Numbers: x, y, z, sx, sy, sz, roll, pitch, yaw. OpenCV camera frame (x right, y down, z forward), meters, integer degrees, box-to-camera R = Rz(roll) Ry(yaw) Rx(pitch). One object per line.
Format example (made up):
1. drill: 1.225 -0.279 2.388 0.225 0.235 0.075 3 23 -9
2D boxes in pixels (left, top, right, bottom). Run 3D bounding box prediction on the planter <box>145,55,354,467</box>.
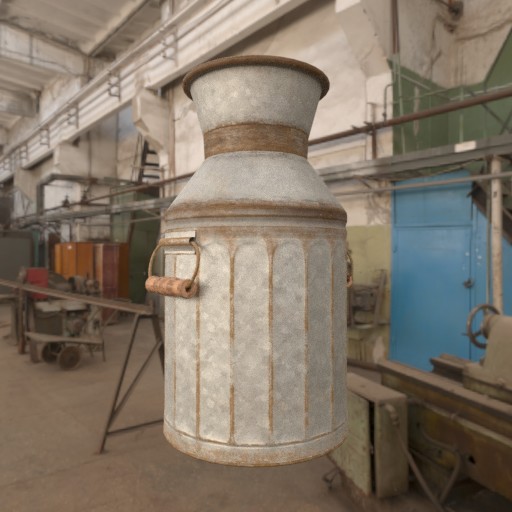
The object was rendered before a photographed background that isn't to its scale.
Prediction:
1. planter: 0.000 0.000 0.519 0.245 0.396 0.214 0 0 -38
